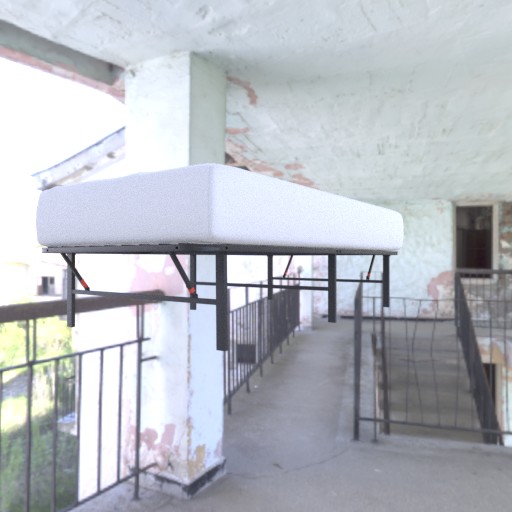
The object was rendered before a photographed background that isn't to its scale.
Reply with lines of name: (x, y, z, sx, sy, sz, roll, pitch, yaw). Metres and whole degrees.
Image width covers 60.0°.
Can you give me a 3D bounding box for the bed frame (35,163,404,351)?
bed frame: (0.000, 0.000, 2.390, 1.025, 0.640, 1.908, 0, 0, 35)
